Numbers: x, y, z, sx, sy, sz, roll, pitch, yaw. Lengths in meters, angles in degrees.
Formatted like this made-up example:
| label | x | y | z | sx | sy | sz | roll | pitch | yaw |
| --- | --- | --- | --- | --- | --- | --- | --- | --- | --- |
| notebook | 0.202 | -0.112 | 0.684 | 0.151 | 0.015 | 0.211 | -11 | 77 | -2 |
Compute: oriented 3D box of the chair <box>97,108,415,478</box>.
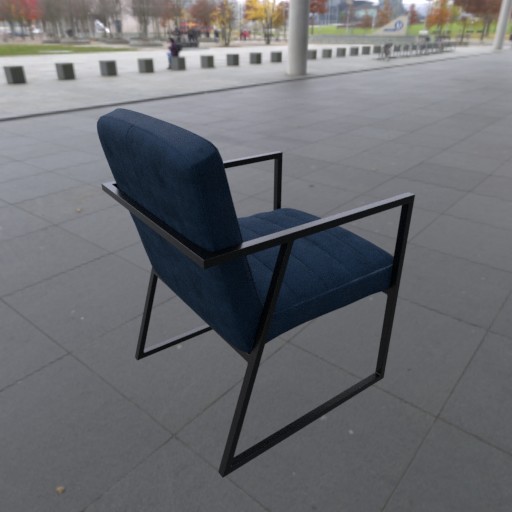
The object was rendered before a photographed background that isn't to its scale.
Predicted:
| label | x | y | z | sx | sy | sz | roll | pitch | yaw |
| --- | --- | --- | --- | --- | --- | --- | --- | --- | --- |
| chair | 0.000 | 0.000 | 1.290 | 0.677 | 0.833 | 0.571 | -18 | 32 | -31 |
